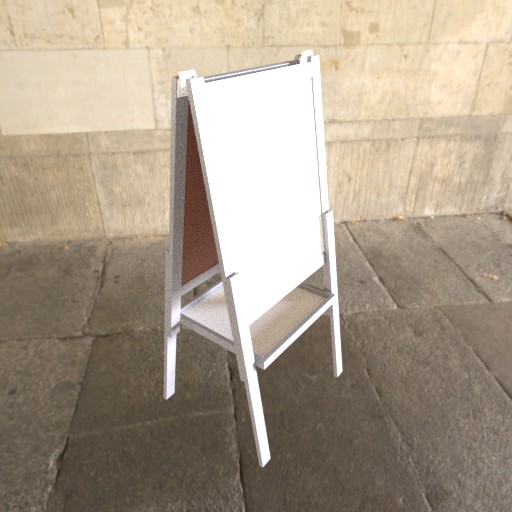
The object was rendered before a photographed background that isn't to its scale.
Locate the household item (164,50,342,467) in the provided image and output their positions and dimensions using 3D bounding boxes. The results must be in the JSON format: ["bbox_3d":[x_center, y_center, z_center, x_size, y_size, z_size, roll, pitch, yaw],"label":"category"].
[{"bbox_3d":[0.000,0.000,1.433,0.469,1.172,0.531,22,37,32],"label":"household item"}]
